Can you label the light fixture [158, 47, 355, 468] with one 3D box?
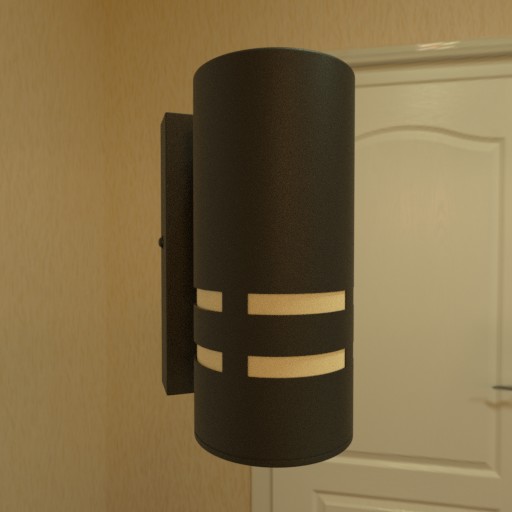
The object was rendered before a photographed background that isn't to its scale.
[{"bbox_3d":[0.000,0.000,0.254,0.098,0.179,0.138,0,1,-18],"label":"light fixture"}]
